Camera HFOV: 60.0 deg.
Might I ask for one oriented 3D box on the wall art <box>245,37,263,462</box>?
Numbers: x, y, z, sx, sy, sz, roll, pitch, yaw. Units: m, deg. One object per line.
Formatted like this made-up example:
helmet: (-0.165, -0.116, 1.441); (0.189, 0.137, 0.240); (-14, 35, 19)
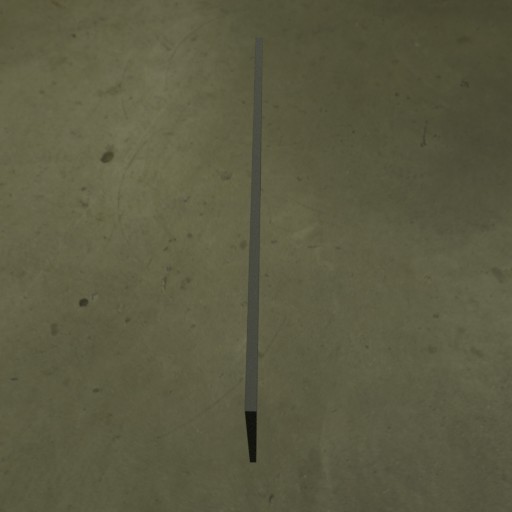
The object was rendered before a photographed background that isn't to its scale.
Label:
wall art: (0.000, 0.000, 0.841); (0.013, 0.458, 0.664); (1, 59, 1)
